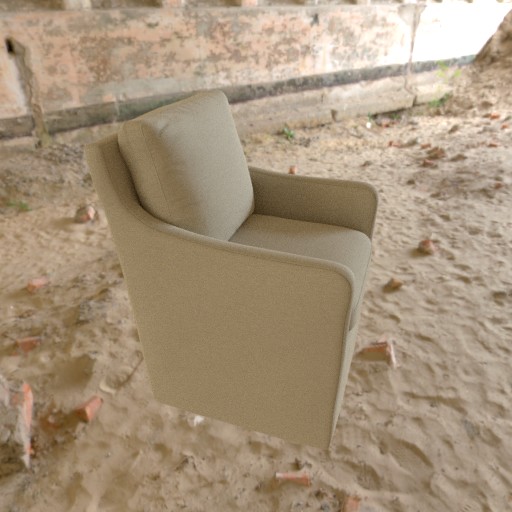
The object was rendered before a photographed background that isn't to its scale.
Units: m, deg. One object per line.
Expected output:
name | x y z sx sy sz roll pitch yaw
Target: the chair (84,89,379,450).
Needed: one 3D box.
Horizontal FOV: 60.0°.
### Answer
chair | 0.000 0.000 1.406 0.694 0.914 0.626 10 32 16
